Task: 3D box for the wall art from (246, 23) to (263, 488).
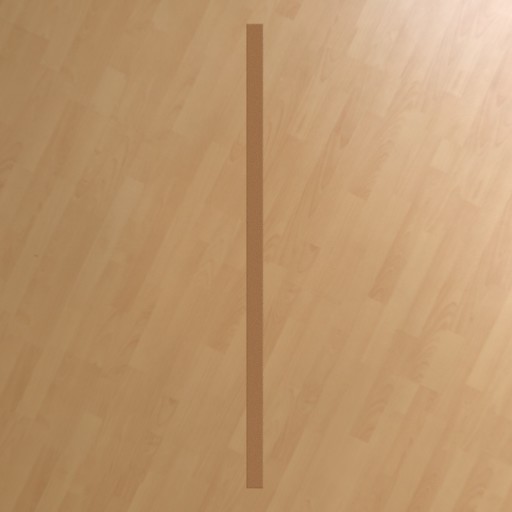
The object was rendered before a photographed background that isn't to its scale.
[{"bbox_3d":[0.000,0.000,1.177,0.033,0.608,0.915,0,90,0],"label":"wall art"}]
